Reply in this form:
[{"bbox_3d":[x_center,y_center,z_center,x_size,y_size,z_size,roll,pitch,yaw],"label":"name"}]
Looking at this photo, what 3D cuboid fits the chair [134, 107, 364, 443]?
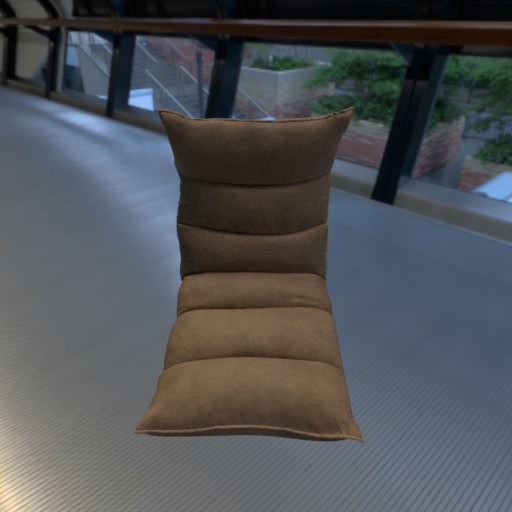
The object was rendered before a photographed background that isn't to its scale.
[{"bbox_3d":[0.000,0.000,1.569,0.714,0.892,0.985,0,30,1],"label":"chair"}]
